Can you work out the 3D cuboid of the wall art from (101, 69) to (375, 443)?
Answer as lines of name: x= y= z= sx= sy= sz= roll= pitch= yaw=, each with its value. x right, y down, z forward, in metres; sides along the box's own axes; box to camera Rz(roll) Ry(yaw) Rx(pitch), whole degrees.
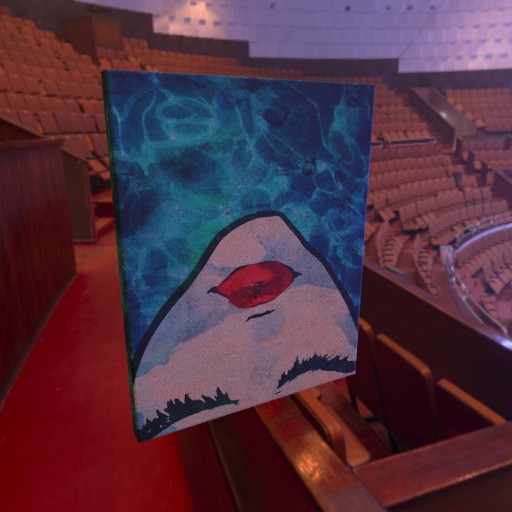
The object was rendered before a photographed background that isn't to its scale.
wall art: x=0.000 y=0.000 z=0.852 sx=0.508 sy=0.635 sz=0.038 roll=-8 pitch=18 yaw=-27
